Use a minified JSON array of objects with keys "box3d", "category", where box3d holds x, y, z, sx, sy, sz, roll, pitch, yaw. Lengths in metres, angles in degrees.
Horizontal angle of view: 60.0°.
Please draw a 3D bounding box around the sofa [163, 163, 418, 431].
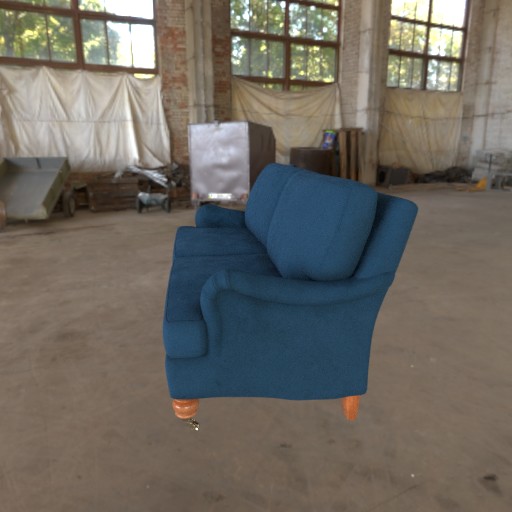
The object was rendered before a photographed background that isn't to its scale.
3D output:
[{"box3d":[0.000,0.000,2.848,1.084,1.101,2.141,-2,14,-8],"category":"sofa"}]
